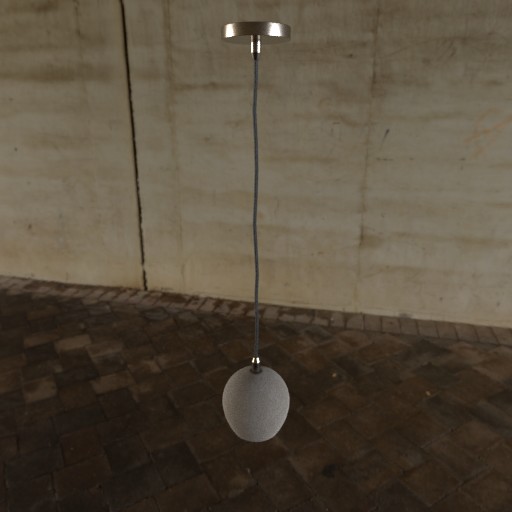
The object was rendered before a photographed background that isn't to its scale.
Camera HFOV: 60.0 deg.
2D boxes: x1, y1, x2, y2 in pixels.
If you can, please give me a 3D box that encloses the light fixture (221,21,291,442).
[{"bbox_3d":[0.000,0.000,0.825,0.139,0.764,0.139,-17,25,-41],"label":"light fixture"}]
